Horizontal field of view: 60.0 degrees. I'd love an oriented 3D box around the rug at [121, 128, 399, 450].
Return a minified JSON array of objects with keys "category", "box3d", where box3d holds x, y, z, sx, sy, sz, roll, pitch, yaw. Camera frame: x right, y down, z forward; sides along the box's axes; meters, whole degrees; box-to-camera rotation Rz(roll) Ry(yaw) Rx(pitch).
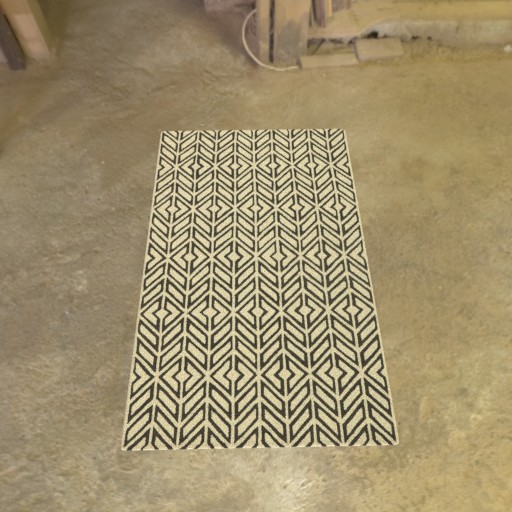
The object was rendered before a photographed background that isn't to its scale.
[{"category":"rug","box3d":[0.000,0.000,3.044,1.523,0.008,2.438,-1,59,-1]}]
